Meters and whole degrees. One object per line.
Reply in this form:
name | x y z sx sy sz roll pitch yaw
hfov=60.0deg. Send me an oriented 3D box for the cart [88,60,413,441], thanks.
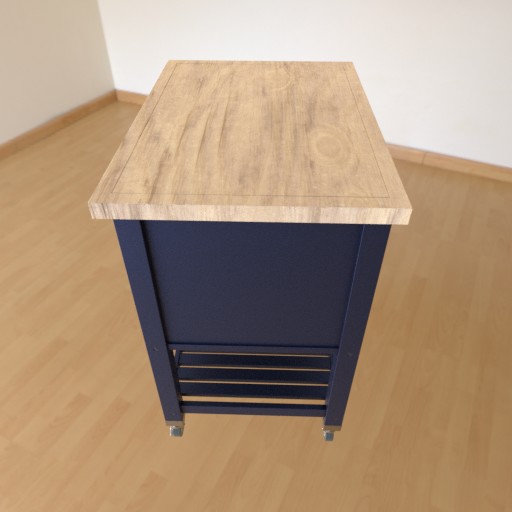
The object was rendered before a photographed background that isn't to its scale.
cart | 0.000 0.000 1.374 0.567 0.920 0.797 1 41 1
